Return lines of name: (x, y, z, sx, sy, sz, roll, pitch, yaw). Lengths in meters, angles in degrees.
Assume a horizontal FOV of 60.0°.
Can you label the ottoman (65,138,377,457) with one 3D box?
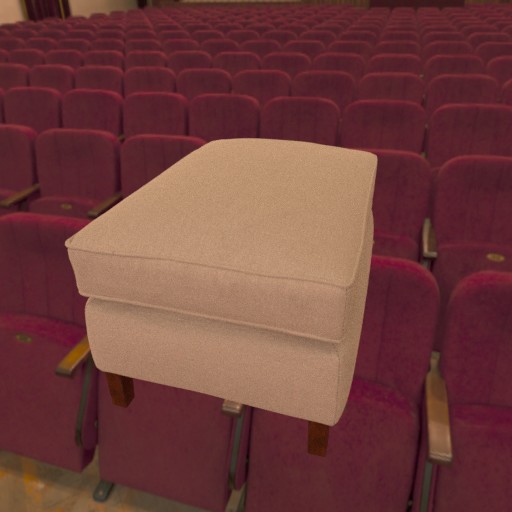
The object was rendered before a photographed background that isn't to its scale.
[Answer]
ottoman: (0.000, 0.000, 0.999, 0.501, 0.456, 0.665, 8, 30, 14)
